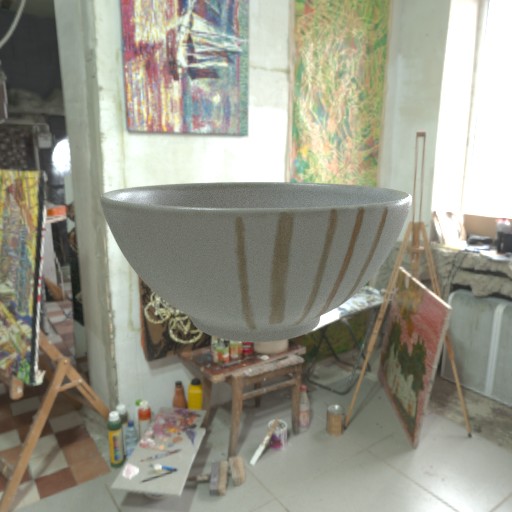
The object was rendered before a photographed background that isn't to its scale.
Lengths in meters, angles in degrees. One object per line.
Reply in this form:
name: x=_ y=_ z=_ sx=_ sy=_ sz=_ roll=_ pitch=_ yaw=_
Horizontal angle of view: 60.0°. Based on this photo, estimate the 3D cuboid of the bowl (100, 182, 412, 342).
bowl: x=0.000 y=0.000 z=0.415 sx=0.268 sy=0.121 sz=0.268 roll=0 pitch=13 yaw=0
